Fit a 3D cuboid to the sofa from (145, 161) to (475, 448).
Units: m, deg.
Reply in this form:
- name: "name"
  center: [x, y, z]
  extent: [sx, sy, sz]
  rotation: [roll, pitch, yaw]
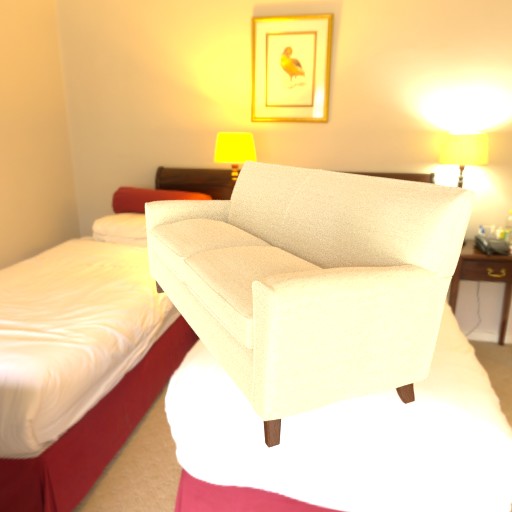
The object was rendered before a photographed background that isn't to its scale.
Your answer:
- name: "sofa"
  center: [0.000, 0.000, 2.414]
  extent: [0.841, 0.907, 2.001]
  rotation: [-7, 17, -24]
